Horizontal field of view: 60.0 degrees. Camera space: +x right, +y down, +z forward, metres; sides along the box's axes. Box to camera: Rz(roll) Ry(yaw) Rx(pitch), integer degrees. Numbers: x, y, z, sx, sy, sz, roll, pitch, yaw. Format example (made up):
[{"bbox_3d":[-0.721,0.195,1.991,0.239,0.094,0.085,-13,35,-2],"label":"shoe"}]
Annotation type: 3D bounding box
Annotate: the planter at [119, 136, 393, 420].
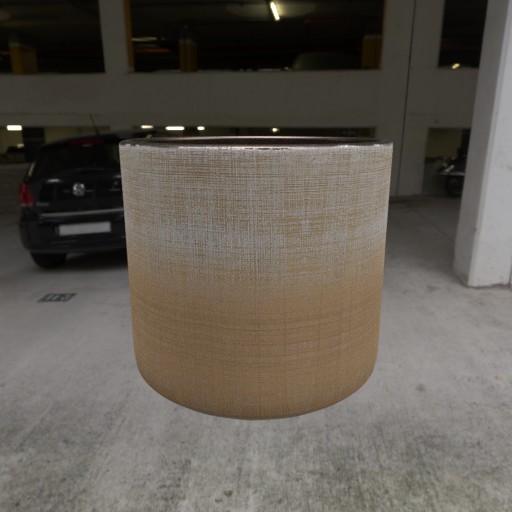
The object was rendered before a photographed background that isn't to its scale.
[{"bbox_3d":[0.000,0.000,0.393,0.221,0.201,0.221,0,17,0],"label":"planter"}]
